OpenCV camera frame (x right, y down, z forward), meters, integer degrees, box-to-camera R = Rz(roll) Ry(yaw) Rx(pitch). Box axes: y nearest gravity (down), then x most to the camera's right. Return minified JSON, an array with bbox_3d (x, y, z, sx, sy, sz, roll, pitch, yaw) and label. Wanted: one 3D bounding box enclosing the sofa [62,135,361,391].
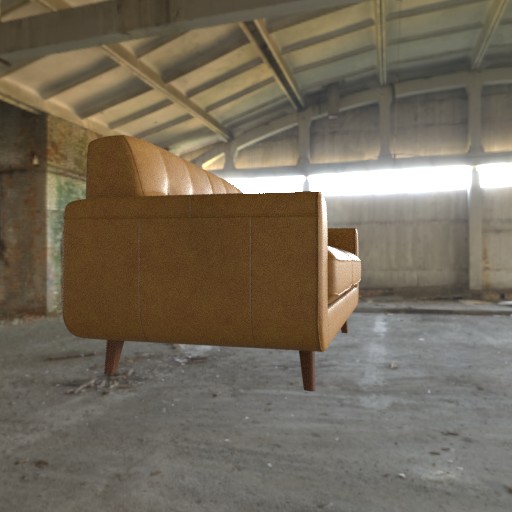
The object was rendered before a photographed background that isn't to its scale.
[{"bbox_3d":[0.000,0.000,2.217,0.952,0.925,1.651,0,-1,17],"label":"sofa"}]
